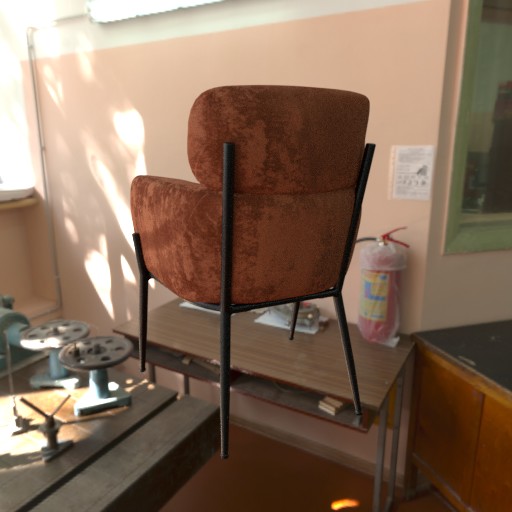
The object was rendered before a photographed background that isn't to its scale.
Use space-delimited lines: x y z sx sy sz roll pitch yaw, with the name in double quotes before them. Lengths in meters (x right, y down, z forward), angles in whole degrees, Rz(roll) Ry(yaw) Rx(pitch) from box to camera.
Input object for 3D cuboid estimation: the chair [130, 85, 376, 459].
"chair" 0.000 0.000 1.146 0.561 0.772 0.523 -7 15 -25
